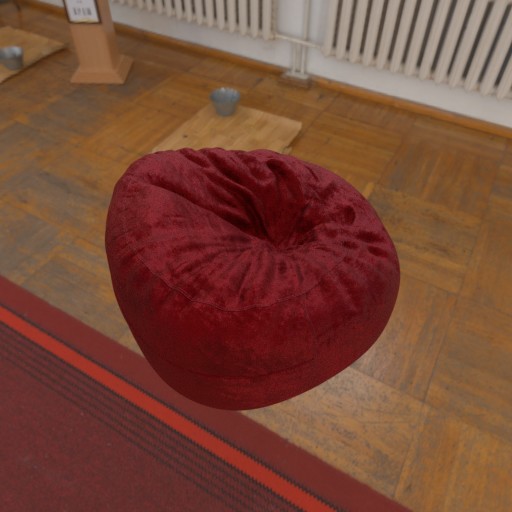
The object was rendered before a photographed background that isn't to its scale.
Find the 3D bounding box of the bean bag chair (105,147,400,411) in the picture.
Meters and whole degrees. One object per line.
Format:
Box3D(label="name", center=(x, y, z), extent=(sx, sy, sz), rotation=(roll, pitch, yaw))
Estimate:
Box3D(label="bean bag chair", center=(0.000, 0.000, 2.436), extent=(1.524, 0.878, 1.524), rotation=(-11, 48, -10))
